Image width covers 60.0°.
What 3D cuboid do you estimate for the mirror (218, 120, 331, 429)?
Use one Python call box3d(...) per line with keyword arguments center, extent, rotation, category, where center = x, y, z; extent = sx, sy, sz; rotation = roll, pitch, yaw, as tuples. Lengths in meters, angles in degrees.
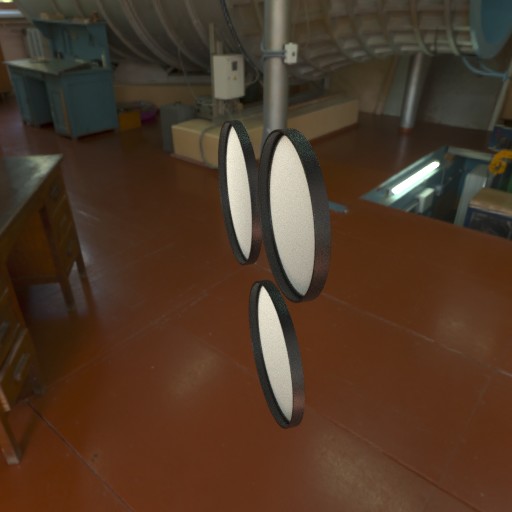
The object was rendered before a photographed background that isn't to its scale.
box3d(center=(0.000, 0.000, 3.187), extent=(0.076, 2.096, 2.160), rotation=(-8, 31, -14), category="mirror")
